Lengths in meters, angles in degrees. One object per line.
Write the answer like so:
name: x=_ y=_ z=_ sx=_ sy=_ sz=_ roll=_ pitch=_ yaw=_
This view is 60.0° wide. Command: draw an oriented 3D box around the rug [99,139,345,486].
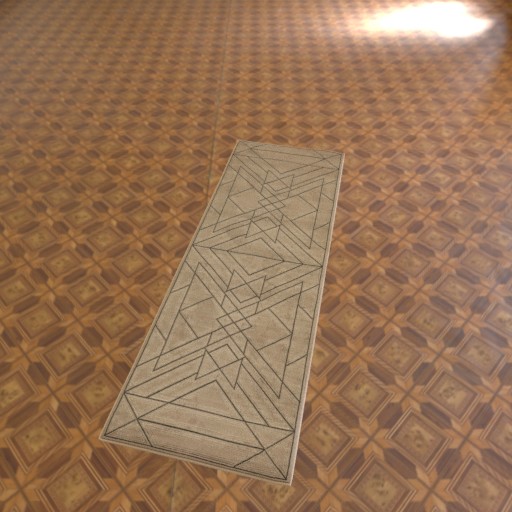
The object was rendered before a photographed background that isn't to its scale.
rug: x=0.000 y=0.000 z=2.606 sx=0.831 sy=0.036 sz=2.381 roll=10 pitch=47 yaw=9
